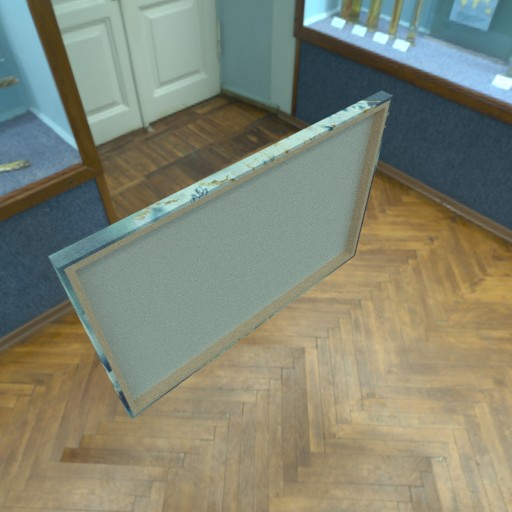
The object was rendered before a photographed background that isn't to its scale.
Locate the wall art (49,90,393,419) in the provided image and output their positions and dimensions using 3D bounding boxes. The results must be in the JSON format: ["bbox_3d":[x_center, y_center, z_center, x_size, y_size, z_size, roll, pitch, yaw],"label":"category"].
[{"bbox_3d":[0.000,0.000,1.178,0.912,0.608,0.038,-32,55,-27],"label":"wall art"}]
